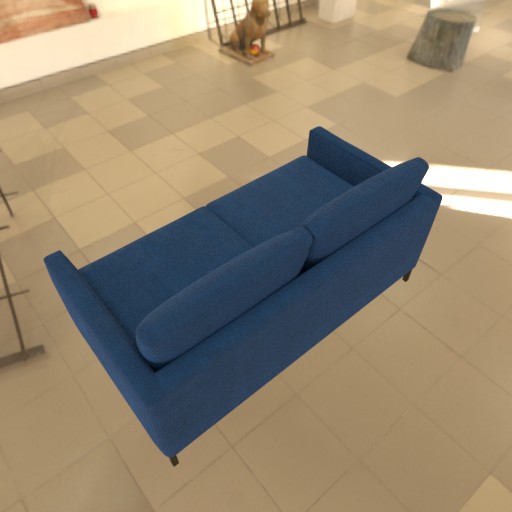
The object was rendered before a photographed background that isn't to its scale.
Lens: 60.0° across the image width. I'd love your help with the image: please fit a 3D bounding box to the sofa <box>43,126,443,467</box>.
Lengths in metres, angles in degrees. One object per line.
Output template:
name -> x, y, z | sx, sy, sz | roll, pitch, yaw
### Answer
sofa -> 0.000, 0.000, 2.150 | 1.676, 0.817, 0.875 | -31, 54, -26
